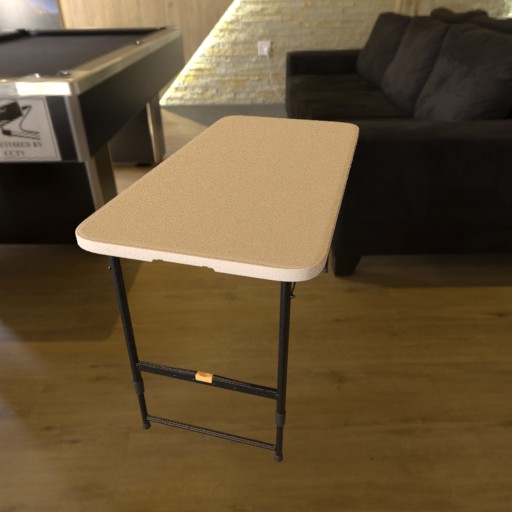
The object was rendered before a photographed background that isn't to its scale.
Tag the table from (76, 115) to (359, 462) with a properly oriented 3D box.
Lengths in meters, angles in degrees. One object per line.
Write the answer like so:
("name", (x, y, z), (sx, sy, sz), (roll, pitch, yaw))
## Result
("table", (0.000, 0.000, 1.675), (0.611, 0.737, 1.245), (8, 32, 13))
